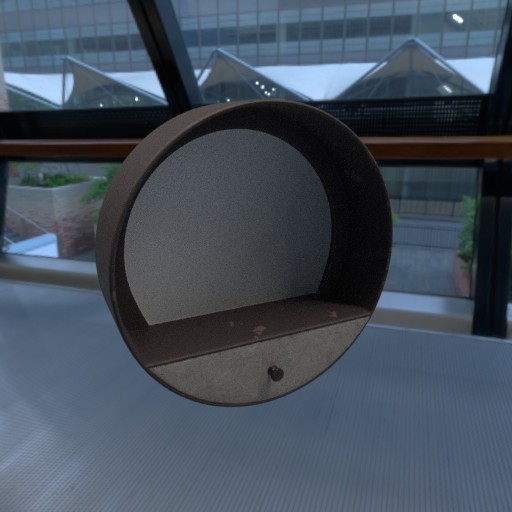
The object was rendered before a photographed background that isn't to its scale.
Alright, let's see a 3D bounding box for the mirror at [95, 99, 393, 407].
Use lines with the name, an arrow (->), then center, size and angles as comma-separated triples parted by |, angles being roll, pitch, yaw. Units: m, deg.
mirror -> 0.000, 0.000, 0.582 | 0.386, 0.386, 0.126 | -8, 18, -25
